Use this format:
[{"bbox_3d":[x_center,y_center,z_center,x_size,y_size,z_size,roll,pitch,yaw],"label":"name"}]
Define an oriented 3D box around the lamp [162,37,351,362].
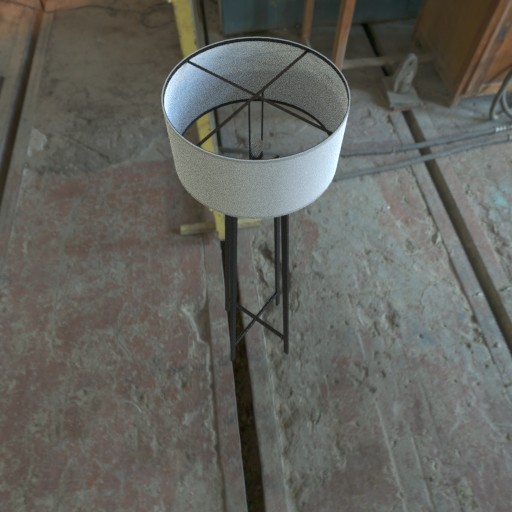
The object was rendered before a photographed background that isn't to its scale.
[{"bbox_3d":[0.000,0.000,1.719,0.456,1.510,0.457,33,64,19],"label":"lamp"}]
